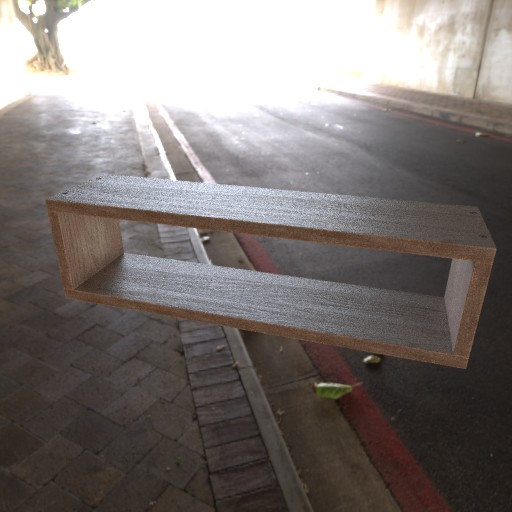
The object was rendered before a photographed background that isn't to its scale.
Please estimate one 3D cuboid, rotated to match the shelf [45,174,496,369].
[{"bbox_3d":[0.000,0.000,0.678,0.610,0.170,0.150,7,26,15],"label":"shelf"}]
